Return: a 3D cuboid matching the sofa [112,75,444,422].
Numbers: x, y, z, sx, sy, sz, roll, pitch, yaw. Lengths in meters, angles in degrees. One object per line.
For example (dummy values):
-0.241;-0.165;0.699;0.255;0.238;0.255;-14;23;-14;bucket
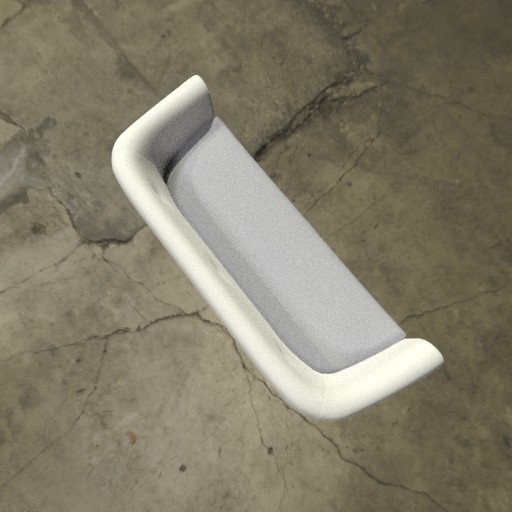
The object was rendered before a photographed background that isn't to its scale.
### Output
0.000;0.000;2.610;0.827;0.795;2.160;-37;78;-9;sofa
